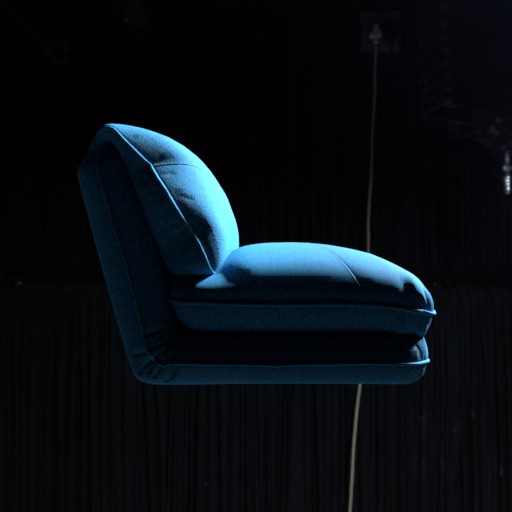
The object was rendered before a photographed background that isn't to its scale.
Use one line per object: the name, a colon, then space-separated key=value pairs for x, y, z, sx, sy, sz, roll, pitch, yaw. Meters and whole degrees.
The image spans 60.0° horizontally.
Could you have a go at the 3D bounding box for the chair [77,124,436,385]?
chair: x=0.000 y=0.000 z=1.321 sx=0.780 sy=0.580 sz=0.820 roll=0 pitch=-1 yaw=0
